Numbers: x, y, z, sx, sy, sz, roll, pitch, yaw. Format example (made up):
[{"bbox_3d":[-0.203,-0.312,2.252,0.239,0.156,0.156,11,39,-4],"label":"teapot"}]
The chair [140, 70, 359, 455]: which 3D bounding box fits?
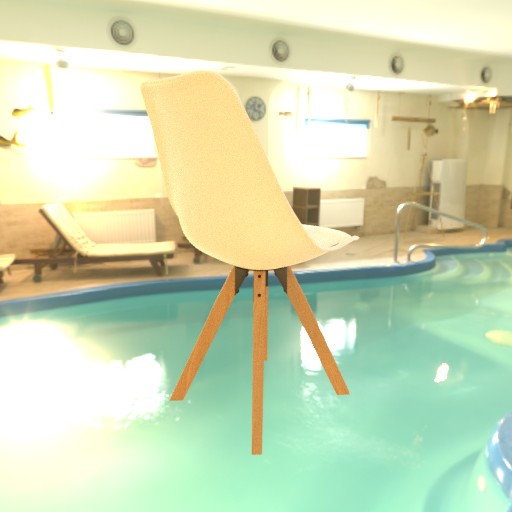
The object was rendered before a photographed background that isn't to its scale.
[{"bbox_3d":[0.000,0.000,1.192,0.485,0.849,0.550,12,18,43],"label":"chair"}]
